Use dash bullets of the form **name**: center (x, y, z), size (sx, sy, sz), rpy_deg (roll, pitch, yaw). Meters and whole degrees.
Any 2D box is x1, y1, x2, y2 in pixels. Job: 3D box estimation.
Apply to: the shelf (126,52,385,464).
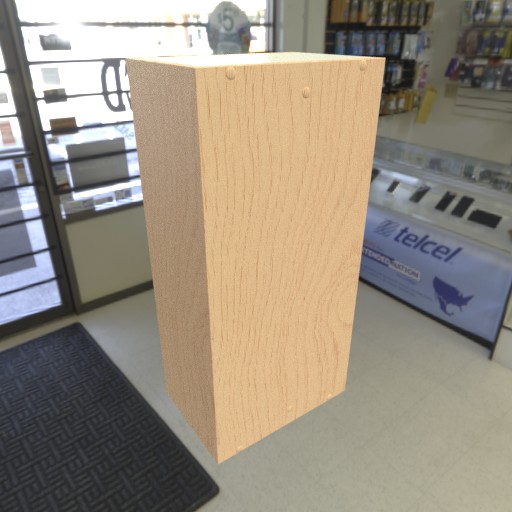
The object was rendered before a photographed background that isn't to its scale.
- **shelf**: center (0.000, 0.000, 0.734), size (0.290, 0.600, 0.200), rpy_deg (-18, 32, -31)
